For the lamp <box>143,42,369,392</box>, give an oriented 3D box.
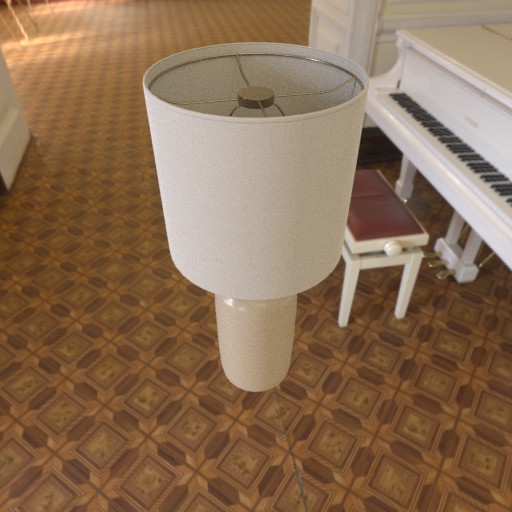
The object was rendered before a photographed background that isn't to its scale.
[{"bbox_3d":[0.000,0.000,0.592,0.220,0.475,0.220,1,40,1],"label":"lamp"}]
